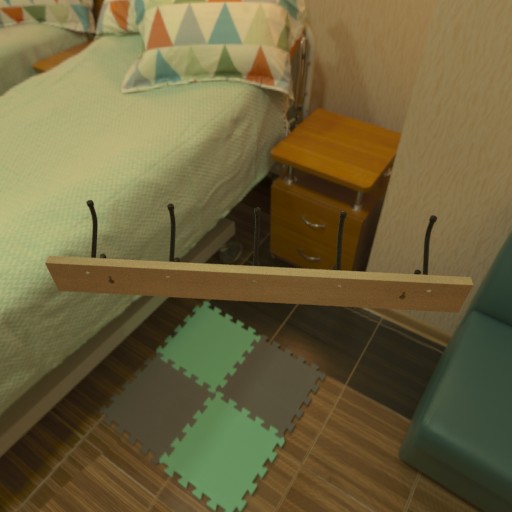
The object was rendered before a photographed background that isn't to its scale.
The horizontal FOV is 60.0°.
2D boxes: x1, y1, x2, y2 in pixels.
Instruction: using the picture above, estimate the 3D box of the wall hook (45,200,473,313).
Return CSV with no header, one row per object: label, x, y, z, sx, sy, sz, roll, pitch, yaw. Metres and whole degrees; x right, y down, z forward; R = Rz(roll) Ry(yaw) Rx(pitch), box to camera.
wall hook,0.000,0.000,0.615,0.571,0.117,0.071,3,46,3
